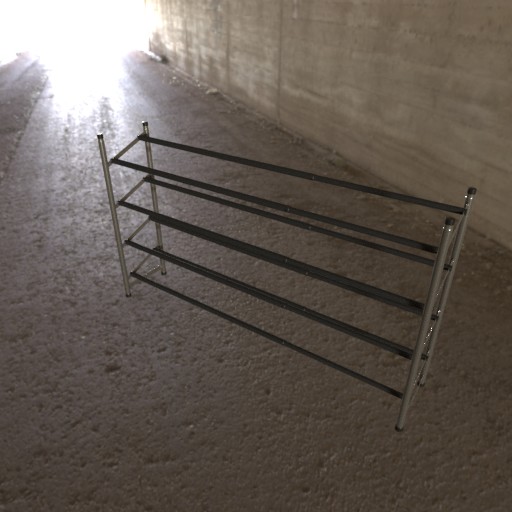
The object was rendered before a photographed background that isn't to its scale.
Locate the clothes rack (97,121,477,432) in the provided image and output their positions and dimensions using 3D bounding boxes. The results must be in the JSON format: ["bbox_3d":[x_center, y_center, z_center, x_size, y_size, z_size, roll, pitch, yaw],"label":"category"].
[{"bbox_3d":[0.000,0.000,1.461,1.168,0.672,0.229,19,36,29],"label":"clothes rack"}]
